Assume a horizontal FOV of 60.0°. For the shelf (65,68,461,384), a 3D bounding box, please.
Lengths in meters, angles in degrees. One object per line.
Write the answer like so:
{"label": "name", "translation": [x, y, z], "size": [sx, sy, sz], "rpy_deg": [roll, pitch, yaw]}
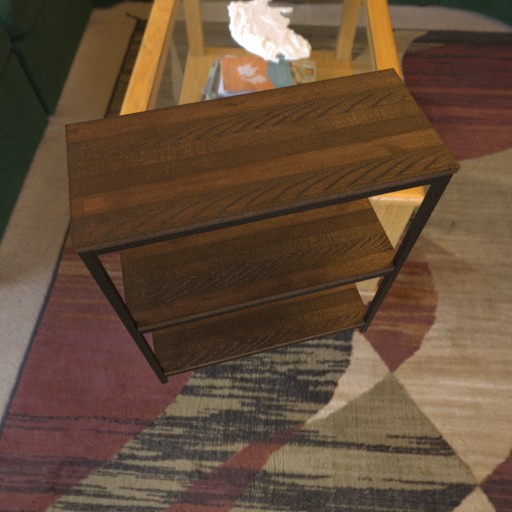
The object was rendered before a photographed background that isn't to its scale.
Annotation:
{"label": "shelf", "translation": [0.000, 0.000, 1.396], "size": [0.822, 0.947, 0.352], "rpy_deg": [-13, 59, -8]}
